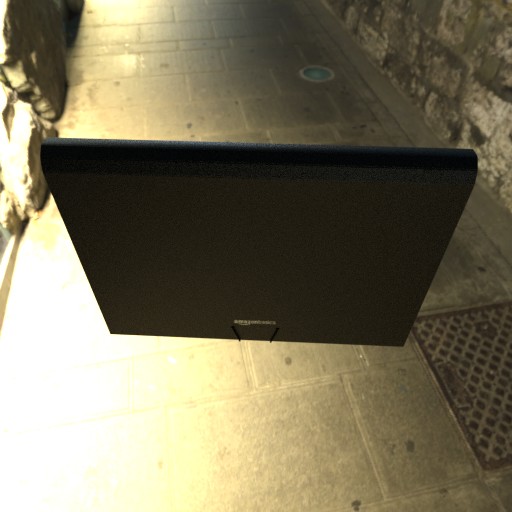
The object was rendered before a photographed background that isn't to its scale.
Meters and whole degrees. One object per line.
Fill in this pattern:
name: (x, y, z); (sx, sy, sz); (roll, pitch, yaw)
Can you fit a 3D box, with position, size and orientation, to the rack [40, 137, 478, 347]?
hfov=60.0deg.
rack: (0.000, 0.000, 0.425); (0.330, 0.241, 0.041); (2, 47, 2)
